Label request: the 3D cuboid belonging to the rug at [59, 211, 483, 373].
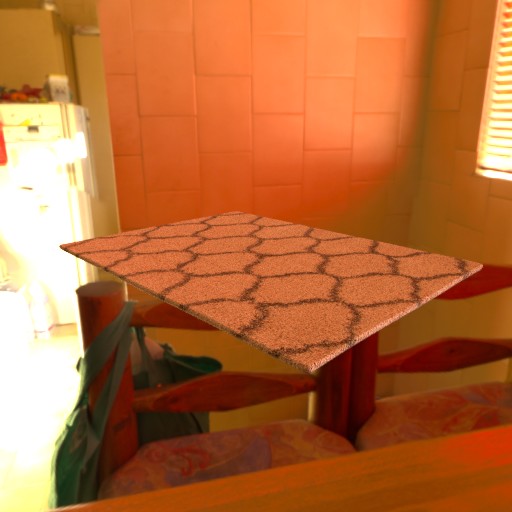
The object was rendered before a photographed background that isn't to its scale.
[{"bbox_3d":[0.000,0.000,2.063,1.200,0.025,1.600,-16,23,-42],"label":"rug"}]
